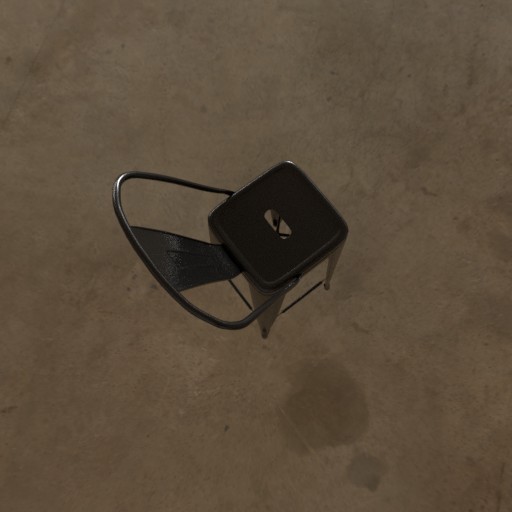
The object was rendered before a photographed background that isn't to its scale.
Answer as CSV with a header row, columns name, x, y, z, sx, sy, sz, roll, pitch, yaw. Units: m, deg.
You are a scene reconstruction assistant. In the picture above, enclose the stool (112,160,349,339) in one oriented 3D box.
name,x,y,z,sx,sy,sz,roll,pitch,yaw
stool,0.000,0.000,1.358,0.513,1.096,0.399,-36,78,-9
